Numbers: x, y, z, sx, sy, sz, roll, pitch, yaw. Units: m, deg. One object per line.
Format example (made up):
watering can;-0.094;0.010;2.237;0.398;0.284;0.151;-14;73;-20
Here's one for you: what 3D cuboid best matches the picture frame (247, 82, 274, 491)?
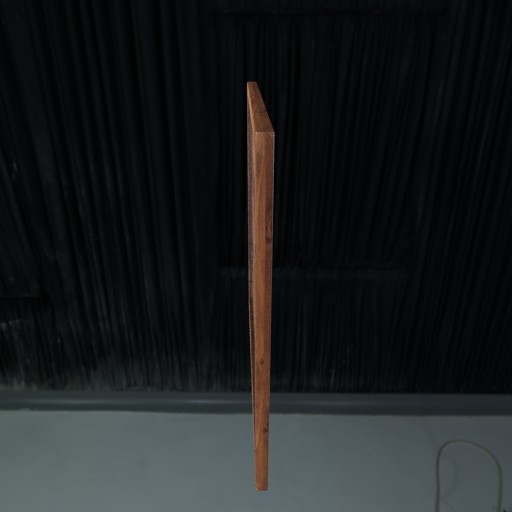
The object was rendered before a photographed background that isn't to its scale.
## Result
picture frame;0.000;0.000;1.209;0.029;0.817;0.810;-1;26;-2
